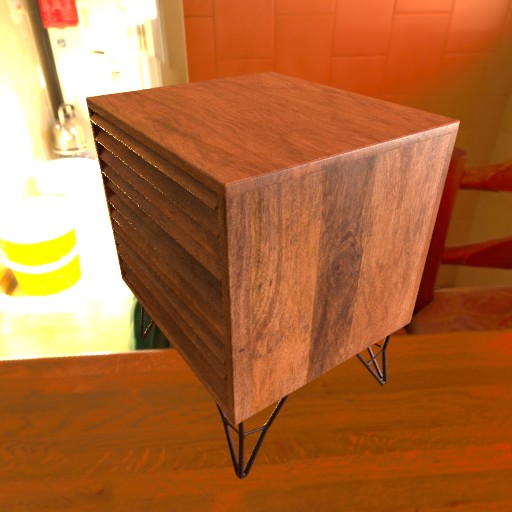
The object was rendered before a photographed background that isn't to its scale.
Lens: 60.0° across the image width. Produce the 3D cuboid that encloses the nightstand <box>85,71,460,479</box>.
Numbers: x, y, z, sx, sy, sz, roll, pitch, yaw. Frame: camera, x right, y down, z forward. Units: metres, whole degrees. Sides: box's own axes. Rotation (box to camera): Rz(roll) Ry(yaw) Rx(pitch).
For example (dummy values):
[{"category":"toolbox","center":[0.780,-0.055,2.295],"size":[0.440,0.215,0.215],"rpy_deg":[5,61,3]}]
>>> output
[{"category":"nightstand","center":[0.000,0.000,0.853],"size":[0.406,0.559,0.457],"rpy_deg":[-21,38,-29]}]
